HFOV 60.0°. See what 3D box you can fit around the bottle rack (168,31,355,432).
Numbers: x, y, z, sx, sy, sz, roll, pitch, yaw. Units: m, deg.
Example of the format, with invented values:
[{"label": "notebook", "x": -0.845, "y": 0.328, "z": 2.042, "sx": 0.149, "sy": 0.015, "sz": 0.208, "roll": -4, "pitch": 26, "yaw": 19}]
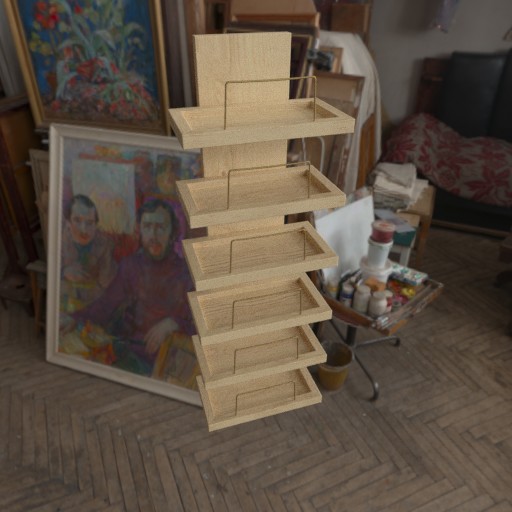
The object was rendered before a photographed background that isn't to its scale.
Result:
[{"label": "bottle rack", "x": 0.000, "y": 0.000, "z": 1.067, "sx": 0.330, "sy": 0.943, "sz": 0.206, "roll": -10, "pitch": 34, "yaw": -14}]
